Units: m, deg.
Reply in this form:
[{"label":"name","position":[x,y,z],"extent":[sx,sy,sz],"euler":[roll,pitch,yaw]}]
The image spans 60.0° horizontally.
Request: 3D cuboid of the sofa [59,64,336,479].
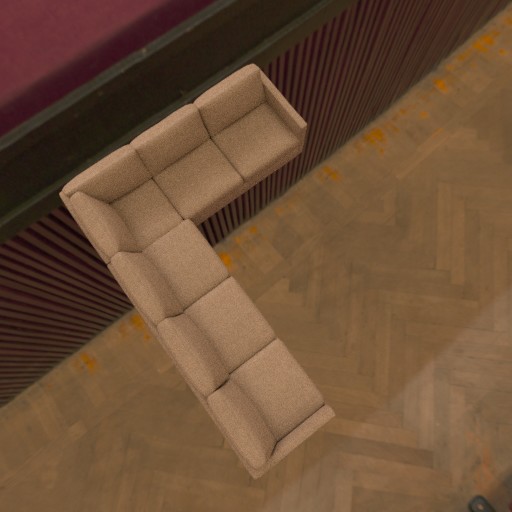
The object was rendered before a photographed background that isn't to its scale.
[{"label":"sofa","position":[0.000,0.000,4.525],"extent":[2.522,0.934,3.333],"euler":[-36,79,-8]}]
